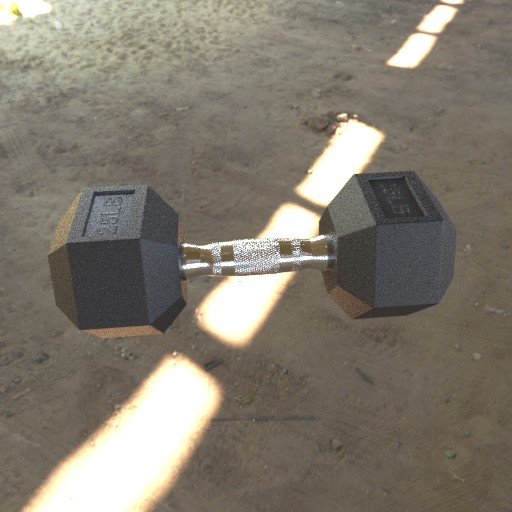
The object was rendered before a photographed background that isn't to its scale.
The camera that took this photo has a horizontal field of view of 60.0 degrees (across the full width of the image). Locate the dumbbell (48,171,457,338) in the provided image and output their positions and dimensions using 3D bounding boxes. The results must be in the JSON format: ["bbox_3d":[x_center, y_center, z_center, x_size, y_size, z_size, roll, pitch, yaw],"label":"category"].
[{"bbox_3d":[0.000,0.000,0.378,0.315,0.113,0.129,-4,45,-4],"label":"dumbbell"}]
